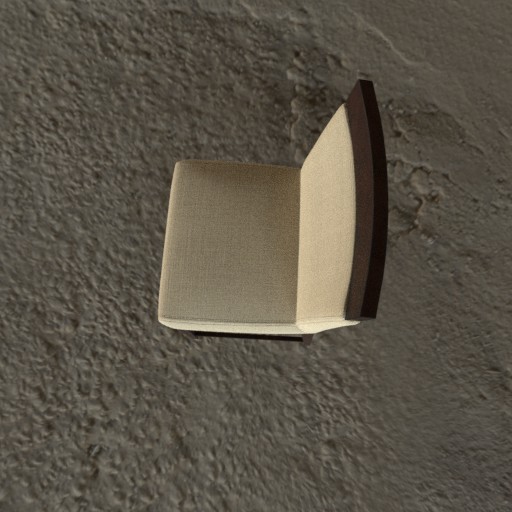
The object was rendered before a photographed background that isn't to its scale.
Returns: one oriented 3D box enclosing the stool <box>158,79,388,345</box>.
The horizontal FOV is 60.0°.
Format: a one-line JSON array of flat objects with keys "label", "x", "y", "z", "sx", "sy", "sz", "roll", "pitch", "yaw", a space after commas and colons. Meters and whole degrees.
[{"label": "stool", "x": 0.000, "y": 0.000, "z": 1.416, "sx": 0.531, "sy": 1.117, "sz": 0.511, "roll": 3, "pitch": 75, "yaw": 1}]
